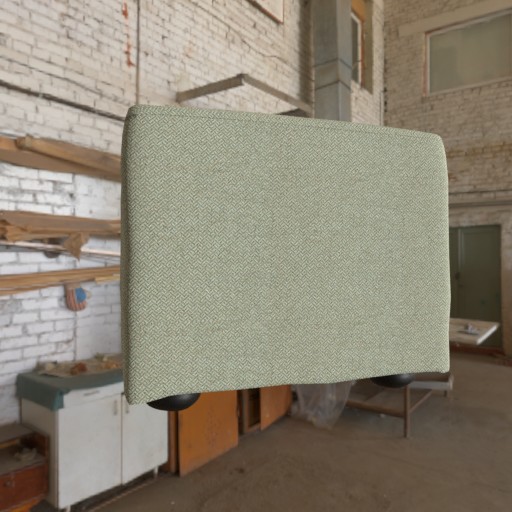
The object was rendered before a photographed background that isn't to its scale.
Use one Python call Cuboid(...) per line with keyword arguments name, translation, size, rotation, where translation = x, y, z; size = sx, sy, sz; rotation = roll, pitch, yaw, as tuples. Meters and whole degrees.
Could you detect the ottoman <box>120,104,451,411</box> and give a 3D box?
Cuboid(name="ottoman", translation=(0.000, 0.000, 0.884), size=(0.521, 0.453, 0.512), rotation=(0, 0, -17))
